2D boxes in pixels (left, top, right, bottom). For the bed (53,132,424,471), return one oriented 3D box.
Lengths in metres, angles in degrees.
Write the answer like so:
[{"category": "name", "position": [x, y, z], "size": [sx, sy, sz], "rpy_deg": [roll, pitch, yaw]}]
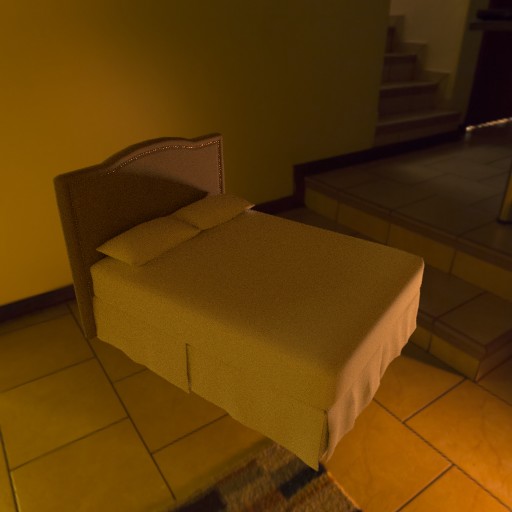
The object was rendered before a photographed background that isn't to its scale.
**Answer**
[{"category": "bed", "position": [0.000, 0.000, 3.284], "size": [2.128, 1.441, 1.744], "rpy_deg": [18, 33, 31]}]
